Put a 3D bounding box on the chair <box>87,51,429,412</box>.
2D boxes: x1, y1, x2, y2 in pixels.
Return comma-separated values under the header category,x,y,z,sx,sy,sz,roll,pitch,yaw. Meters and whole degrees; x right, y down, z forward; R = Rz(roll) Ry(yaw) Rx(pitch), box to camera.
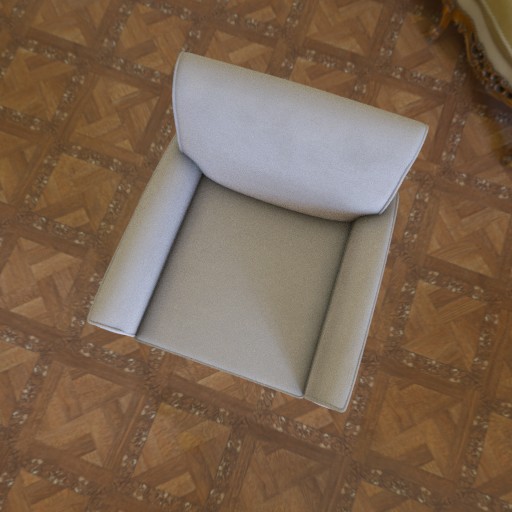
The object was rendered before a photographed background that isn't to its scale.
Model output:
category,x,y,z,sx,sy,sz,roll,pitch,yaw
chair,0.000,0.000,1.566,0.820,0.915,0.821,18,77,4
